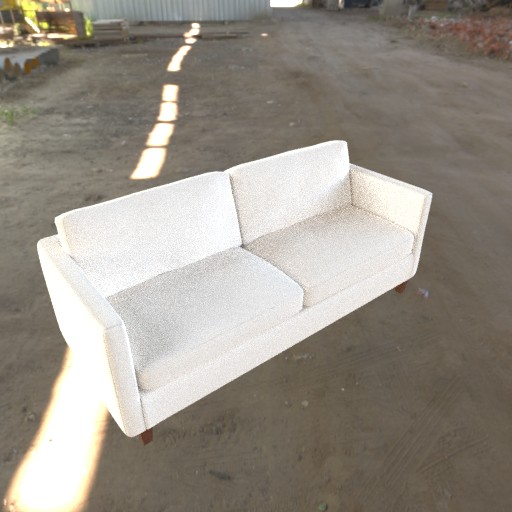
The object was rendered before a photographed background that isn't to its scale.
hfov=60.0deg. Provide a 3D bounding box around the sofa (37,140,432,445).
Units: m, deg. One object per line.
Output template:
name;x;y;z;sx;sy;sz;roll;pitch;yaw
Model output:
sofa;0.000;0.000;2.613;2.139;0.933;0.924;-22;38;-32
